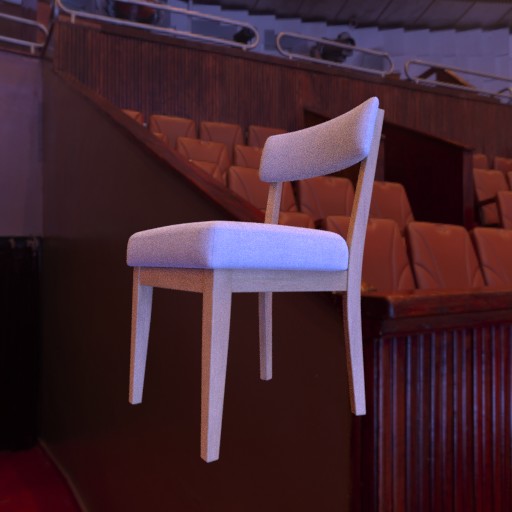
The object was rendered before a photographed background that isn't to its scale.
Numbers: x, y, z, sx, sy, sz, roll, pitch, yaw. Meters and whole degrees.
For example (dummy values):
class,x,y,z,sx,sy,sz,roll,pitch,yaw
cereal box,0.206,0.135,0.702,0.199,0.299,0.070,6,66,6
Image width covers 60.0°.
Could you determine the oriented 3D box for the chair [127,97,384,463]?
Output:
class,x,y,z,sx,sy,sz,roll,pitch,yaw
chair,0.000,0.000,1.218,0.572,0.832,0.508,0,-1,-35
